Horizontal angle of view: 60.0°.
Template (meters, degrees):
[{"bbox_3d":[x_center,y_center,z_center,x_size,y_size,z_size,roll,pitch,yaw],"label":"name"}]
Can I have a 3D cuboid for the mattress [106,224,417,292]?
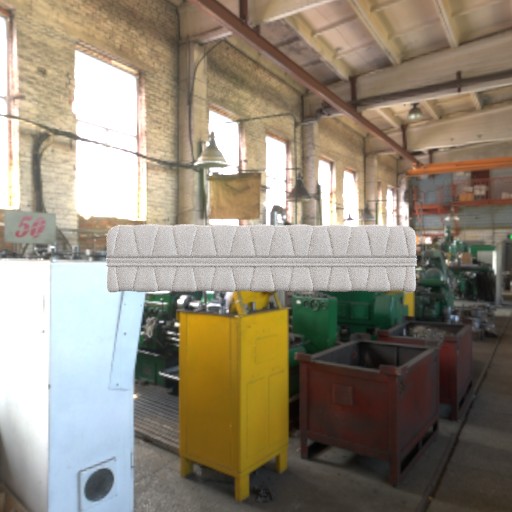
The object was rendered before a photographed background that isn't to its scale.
[{"bbox_3d":[0.000,0.000,2.271,0.900,0.200,2.000,0,0,-1],"label":"mattress"}]
